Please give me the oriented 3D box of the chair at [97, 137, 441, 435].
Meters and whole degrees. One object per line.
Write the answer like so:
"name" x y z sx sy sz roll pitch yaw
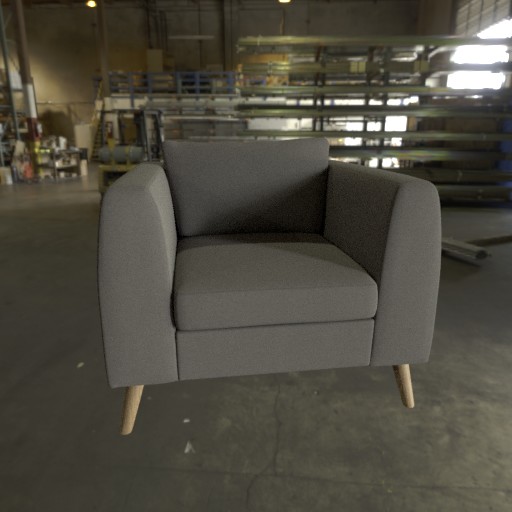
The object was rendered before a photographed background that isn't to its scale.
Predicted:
"chair" 0.000 0.000 1.684 1.000 0.860 0.930 -2 16 -8
